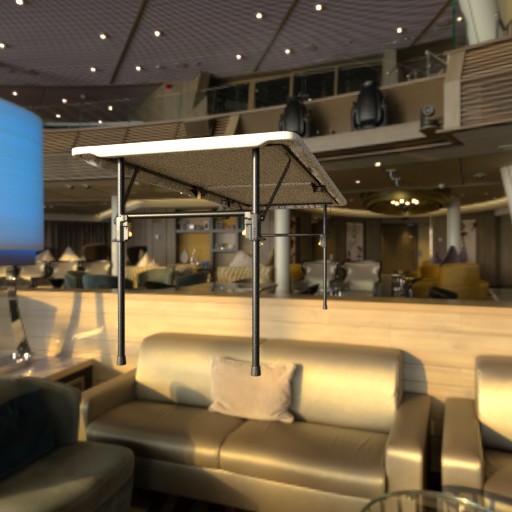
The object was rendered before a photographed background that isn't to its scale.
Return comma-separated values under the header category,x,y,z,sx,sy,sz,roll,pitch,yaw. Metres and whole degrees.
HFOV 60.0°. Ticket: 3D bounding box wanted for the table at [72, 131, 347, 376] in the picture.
category,x,y,z,sx,sy,sz,roll,pitch,yaw
table,0.000,0.000,2.218,0.761,0.719,1.829,0,0,16
